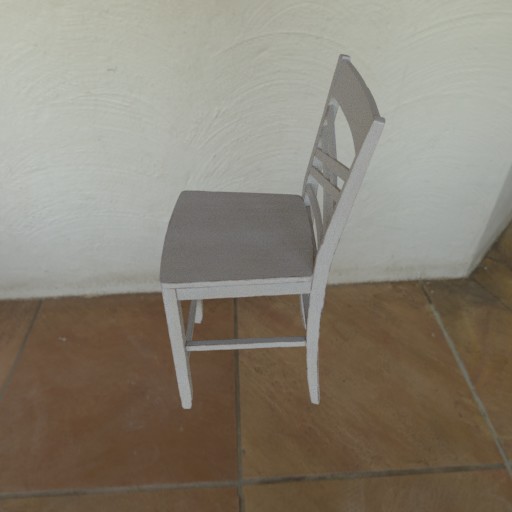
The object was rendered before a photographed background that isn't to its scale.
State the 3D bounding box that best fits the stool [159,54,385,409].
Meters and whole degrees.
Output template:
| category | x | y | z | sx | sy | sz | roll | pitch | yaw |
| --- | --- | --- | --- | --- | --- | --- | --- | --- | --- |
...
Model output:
| category | x | y | z | sx | sy | sz | roll | pitch | yaw |
| --- | --- | --- | --- | --- | --- | --- | --- | --- | --- |
| stool | 0.000 | 0.000 | 1.397 | 0.539 | 1.079 | 0.462 | 0 | 40 | 0 |
